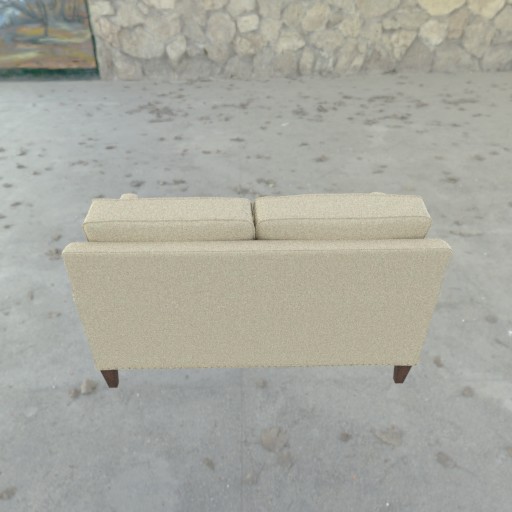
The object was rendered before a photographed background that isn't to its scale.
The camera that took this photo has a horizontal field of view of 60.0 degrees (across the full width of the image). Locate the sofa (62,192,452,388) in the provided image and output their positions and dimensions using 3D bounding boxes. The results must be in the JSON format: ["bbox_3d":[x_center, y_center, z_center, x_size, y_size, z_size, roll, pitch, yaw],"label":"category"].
[{"bbox_3d":[0.000,0.000,2.323,1.597,1.003,1.084,-1,32,-1],"label":"sofa"}]
